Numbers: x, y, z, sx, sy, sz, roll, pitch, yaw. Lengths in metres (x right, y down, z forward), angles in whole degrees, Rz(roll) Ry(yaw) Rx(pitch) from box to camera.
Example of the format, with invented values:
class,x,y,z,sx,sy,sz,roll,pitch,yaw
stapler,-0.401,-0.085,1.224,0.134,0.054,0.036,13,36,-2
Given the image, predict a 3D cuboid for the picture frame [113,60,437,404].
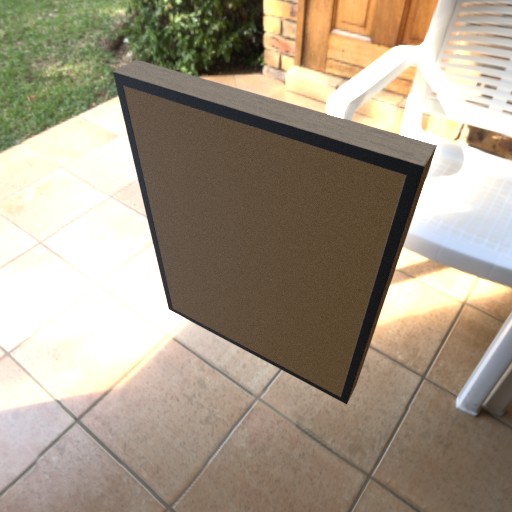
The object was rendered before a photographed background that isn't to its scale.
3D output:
class,x,y,z,sx,sy,sz,roll,pitch,yaw
picture frame,0.000,0.000,0.721,0.421,0.526,0.046,24,51,21
